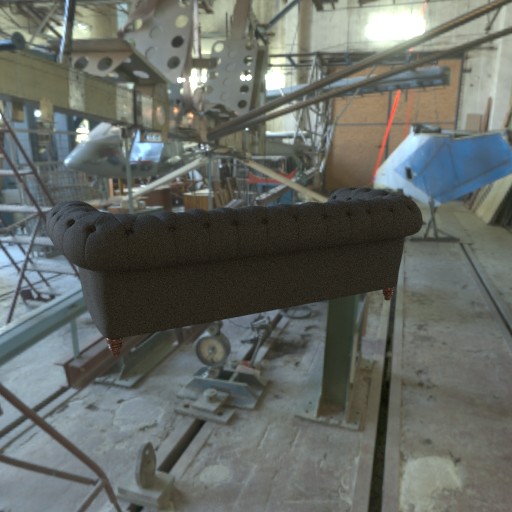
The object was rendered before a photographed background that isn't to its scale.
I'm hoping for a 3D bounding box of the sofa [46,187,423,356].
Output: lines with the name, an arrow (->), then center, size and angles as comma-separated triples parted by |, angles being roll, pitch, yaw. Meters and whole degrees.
sofa -> 0.000, 0.000, 2.834 | 2.362, 0.762, 0.991 | -7, 15, -26
